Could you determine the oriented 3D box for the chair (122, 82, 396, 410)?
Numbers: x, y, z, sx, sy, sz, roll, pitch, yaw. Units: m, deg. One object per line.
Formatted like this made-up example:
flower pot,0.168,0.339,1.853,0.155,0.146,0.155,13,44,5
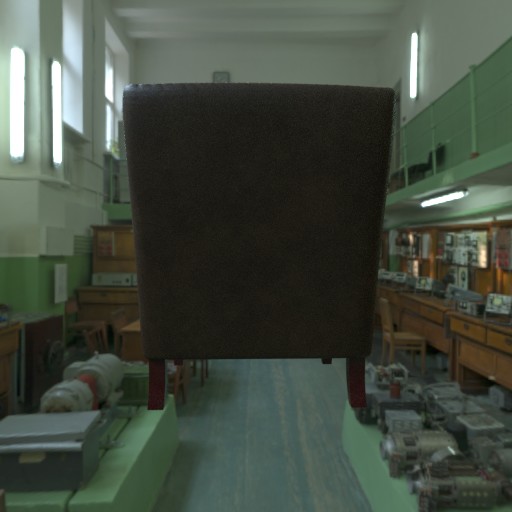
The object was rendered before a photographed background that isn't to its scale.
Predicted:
chair,0.000,0.000,1.337,0.639,0.813,0.704,0,1,-2
